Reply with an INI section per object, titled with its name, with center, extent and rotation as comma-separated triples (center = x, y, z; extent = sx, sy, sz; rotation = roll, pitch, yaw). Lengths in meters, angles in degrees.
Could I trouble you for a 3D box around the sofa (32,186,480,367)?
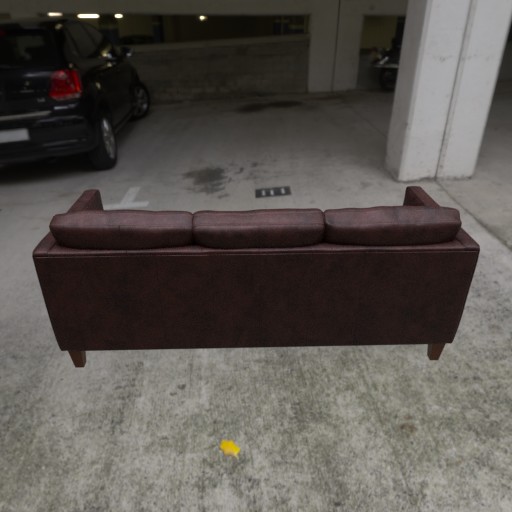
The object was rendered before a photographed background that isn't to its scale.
[sofa]
center = 0.000, 0.000, 2.988
extent = 2.464, 1.006, 1.045
rotation = -1, 29, -1
